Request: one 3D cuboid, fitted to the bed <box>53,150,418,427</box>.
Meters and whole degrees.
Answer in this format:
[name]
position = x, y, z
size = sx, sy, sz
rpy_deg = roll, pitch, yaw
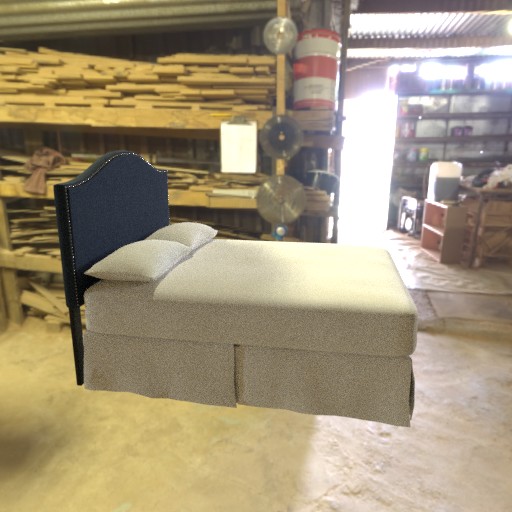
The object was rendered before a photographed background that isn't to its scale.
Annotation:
[bed]
position = 0.000, 0.000, 3.285
size = 2.153, 1.518, 1.713
rpy_deg = 3, 14, 10
